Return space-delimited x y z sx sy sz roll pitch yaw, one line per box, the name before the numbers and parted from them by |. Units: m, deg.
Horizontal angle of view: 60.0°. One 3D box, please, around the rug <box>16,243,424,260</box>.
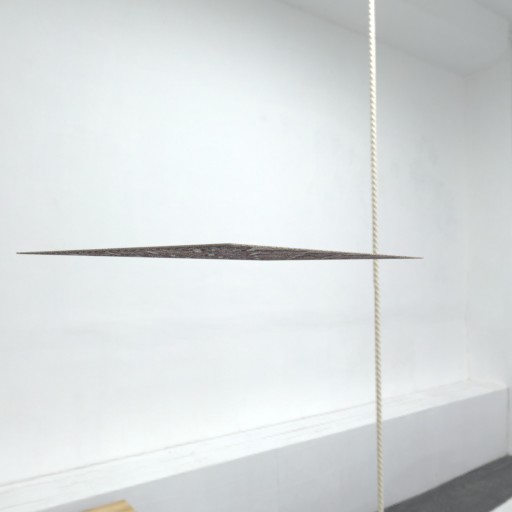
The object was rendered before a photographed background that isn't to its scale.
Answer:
rug | 0.000 0.000 2.988 1.545 0.010 2.440 -1 -2 36
